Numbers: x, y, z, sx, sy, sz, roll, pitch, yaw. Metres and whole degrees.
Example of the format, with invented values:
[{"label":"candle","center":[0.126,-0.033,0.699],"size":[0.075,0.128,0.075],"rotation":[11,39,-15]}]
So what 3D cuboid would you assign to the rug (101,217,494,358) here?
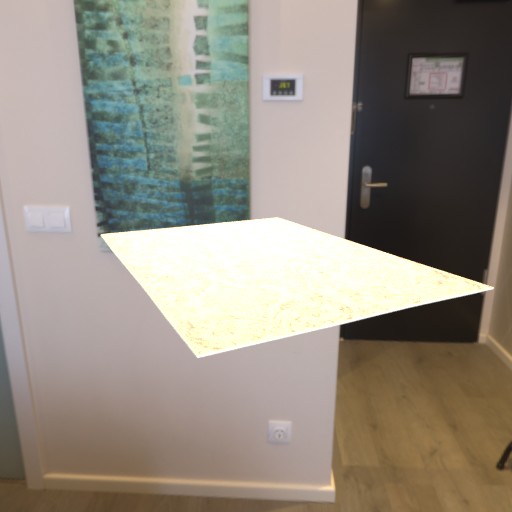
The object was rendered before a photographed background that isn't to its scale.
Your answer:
[{"label":"rug","center":[0.000,0.000,2.852],"size":[1.598,0.014,2.202],"rotation":[-8,17,-26]}]
